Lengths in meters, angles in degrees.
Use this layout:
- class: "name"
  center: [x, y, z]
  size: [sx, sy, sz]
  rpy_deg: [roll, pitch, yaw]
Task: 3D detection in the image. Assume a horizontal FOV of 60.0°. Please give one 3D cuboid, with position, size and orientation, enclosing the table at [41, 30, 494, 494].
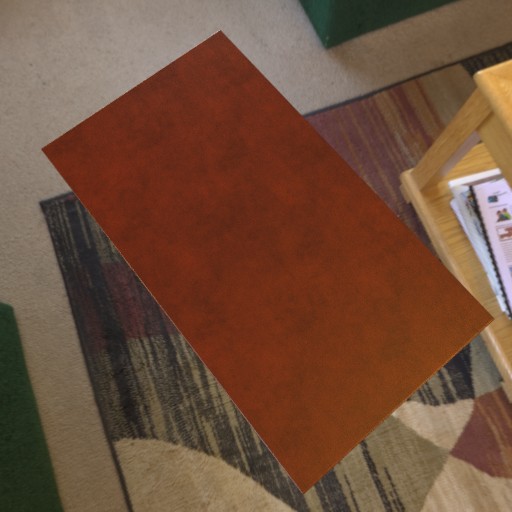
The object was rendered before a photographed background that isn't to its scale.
- class: "table"
  center: [0.000, 0.000, 1.203]
  size: [0.533, 0.456, 0.943]
  rpy_deg: [-38, 78, -9]
